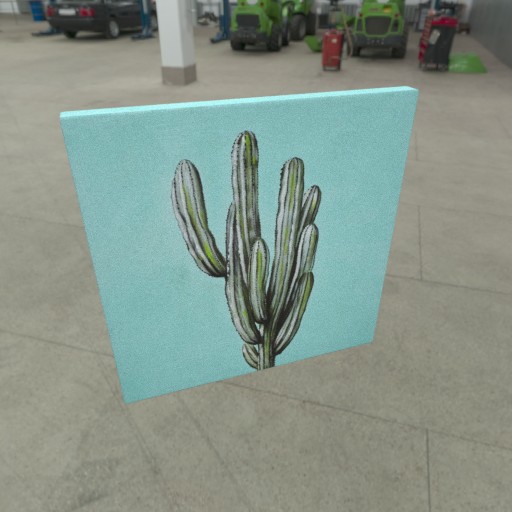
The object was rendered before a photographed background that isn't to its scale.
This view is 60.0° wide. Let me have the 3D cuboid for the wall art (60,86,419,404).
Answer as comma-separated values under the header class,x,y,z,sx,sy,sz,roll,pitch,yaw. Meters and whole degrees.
class,x,y,z,sx,sy,sz,roll,pitch,yaw
wall art,0.000,0.000,1.122,0.765,0.766,0.054,-10,33,-16
